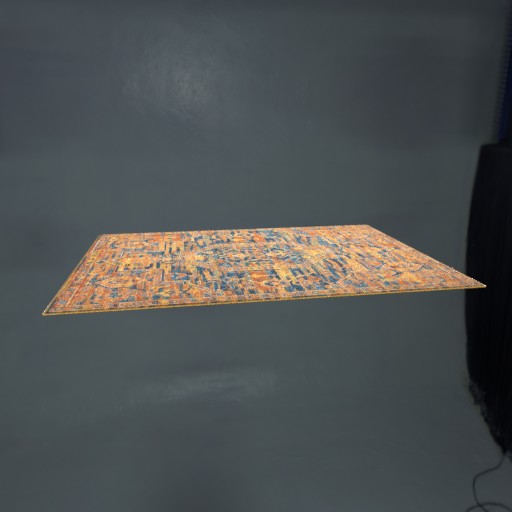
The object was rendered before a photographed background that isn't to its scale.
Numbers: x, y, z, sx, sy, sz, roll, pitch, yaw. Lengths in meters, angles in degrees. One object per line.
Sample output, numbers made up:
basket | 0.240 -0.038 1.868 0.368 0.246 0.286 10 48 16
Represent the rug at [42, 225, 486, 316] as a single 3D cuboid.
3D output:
rug | 0.000 0.000 3.819 2.916 0.019 2.043 -3 16 -9
